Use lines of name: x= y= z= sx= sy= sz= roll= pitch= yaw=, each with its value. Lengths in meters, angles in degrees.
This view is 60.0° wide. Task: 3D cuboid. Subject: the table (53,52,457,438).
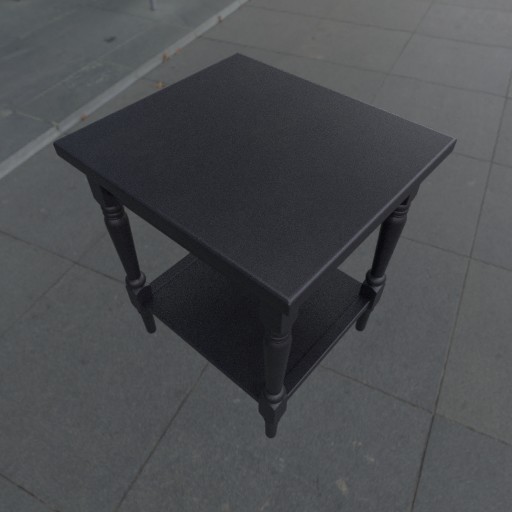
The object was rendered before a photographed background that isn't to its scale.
table: x=0.000 y=0.000 z=0.927 sx=0.488 sy=0.565 sz=0.442 roll=33 pitch=56 yaw=26
